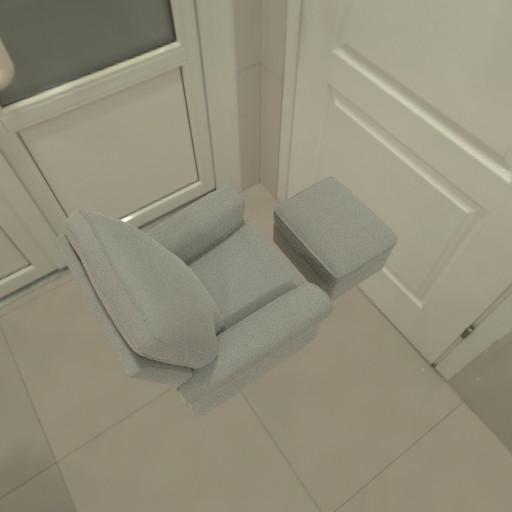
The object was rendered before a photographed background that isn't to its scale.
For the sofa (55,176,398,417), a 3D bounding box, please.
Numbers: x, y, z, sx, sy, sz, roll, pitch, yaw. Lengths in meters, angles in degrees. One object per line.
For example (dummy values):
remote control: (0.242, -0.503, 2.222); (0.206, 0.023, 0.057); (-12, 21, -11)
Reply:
sofa: (0.000, 0.000, 2.117); (1.478, 0.959, 0.880); (-30, 62, -18)
